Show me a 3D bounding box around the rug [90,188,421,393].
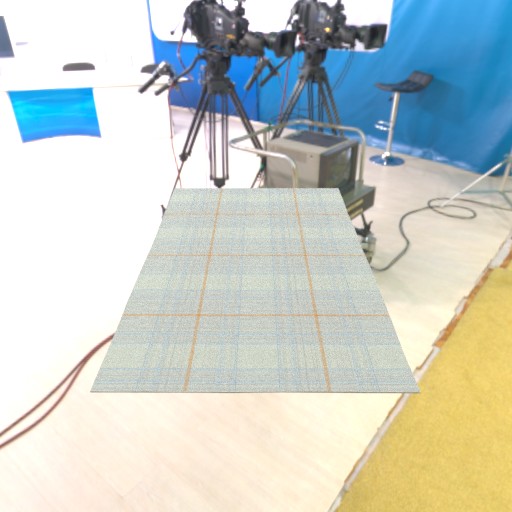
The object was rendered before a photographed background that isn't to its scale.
[{"bbox_3d":[0.000,0.000,3.087,1.527,0.016,2.442,0,31,0],"label":"rug"}]
